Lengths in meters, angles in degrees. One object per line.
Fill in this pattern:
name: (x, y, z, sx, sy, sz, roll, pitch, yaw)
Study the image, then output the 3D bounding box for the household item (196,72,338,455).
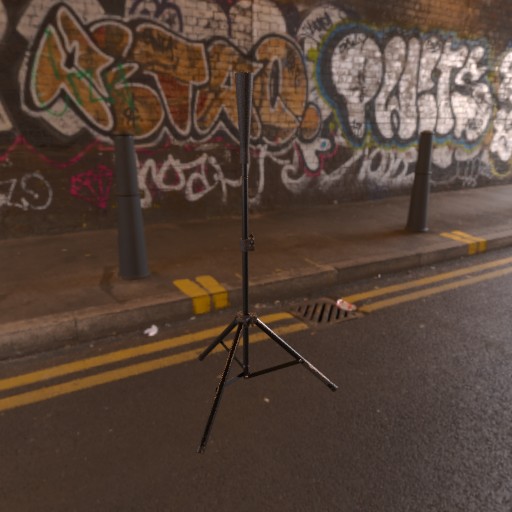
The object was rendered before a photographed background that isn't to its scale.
household item: (0.000, 0.000, 1.379, 0.559, 1.067, 0.559, 2, 16, 8)
